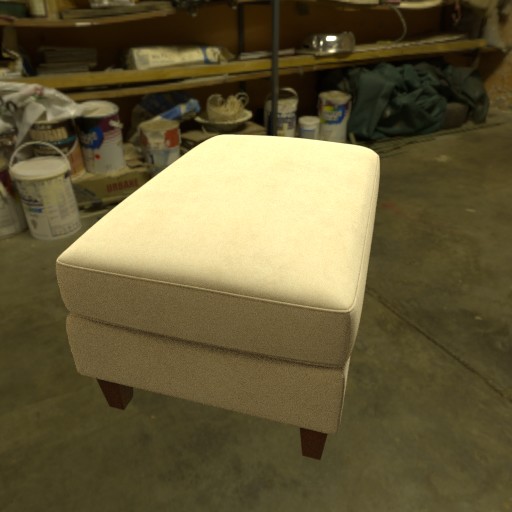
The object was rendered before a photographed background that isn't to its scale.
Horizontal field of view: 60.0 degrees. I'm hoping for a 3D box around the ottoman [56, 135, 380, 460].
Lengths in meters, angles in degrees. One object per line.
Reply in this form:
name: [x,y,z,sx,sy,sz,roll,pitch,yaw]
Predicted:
ottoman: [0.000,0.000,1.194,0.584,0.483,0.864,9,32,14]
